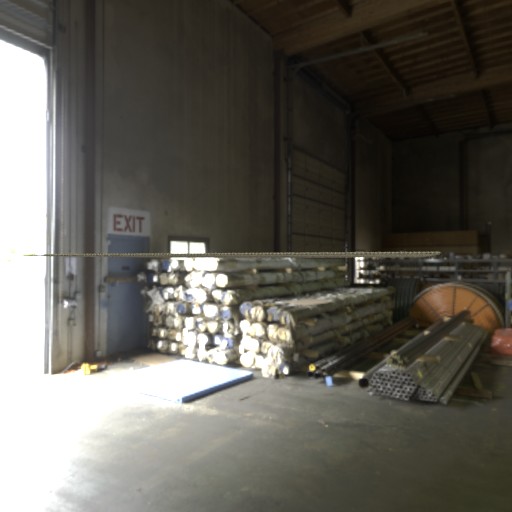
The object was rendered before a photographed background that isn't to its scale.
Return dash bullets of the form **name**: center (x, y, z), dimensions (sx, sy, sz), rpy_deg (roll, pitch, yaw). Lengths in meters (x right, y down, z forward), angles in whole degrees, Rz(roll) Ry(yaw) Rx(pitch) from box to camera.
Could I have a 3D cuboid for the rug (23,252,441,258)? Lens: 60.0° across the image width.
- **rug**: center (0.000, 0.000, 4.140), dimensions (3.048, 0.013, 2.438), rpy_deg (0, -1, 18)
